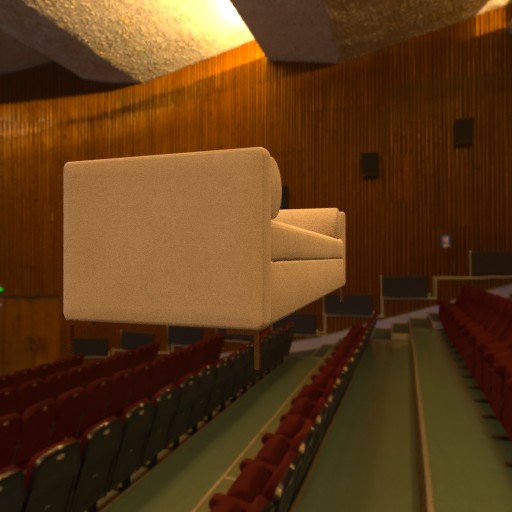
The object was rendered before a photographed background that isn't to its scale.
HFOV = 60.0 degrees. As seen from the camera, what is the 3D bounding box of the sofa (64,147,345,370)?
[{"bbox_3d":[0.000,0.000,2.267,0.686,0.635,1.981,0,0,18],"label":"sofa"}]
